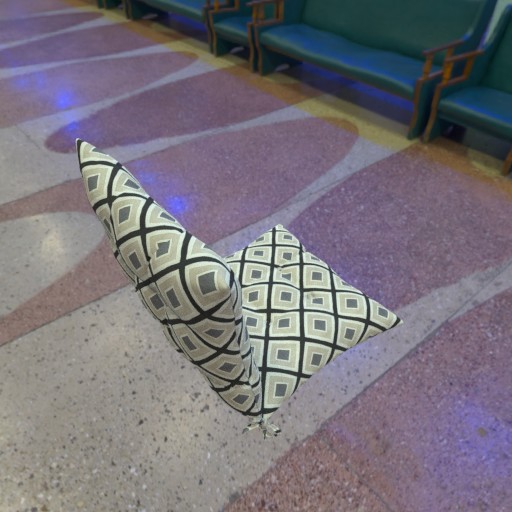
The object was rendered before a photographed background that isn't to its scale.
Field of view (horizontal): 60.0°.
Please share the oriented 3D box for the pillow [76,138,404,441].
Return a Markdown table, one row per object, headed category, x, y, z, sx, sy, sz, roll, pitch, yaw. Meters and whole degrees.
| category | x | y | z | sx | sy | sz | roll | pitch | yaw |
| --- | --- | --- | --- | --- | --- | --- | --- | --- | --- |
| pillow | 0.000 | 0.000 | 1.008 | 0.585 | 0.536 | 0.541 | -28 | 50 | -27 |
